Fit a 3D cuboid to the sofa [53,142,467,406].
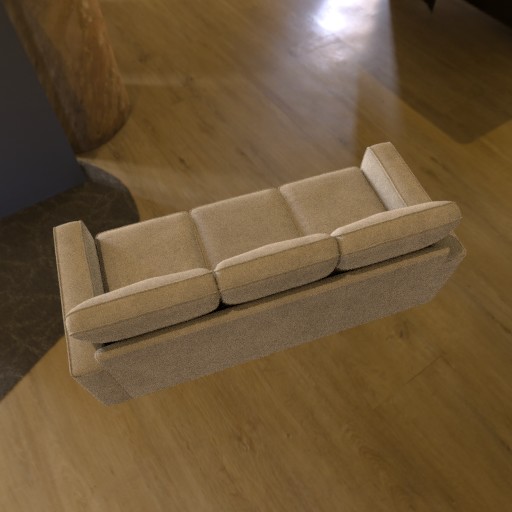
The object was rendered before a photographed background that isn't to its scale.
[{"bbox_3d":[0.000,0.000,2.589,2.133,0.965,0.939,-16,60,-10],"label":"sofa"}]
